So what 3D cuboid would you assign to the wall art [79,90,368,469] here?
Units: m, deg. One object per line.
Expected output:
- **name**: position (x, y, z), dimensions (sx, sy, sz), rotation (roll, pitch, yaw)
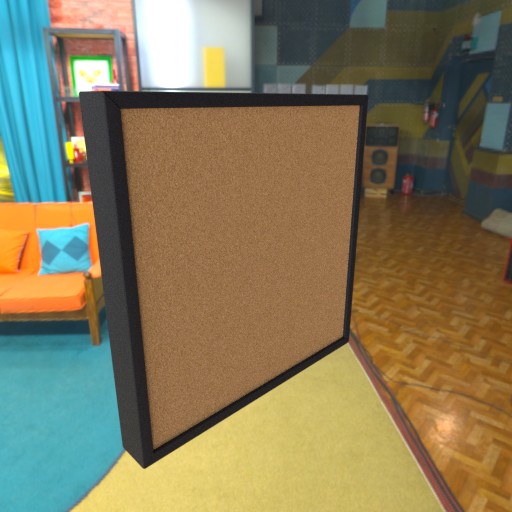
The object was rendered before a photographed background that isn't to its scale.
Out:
- **wall art**: position (0.000, 0.000, 0.442), dimensions (0.305, 0.305, 0.037), rotation (-18, 26, -41)
